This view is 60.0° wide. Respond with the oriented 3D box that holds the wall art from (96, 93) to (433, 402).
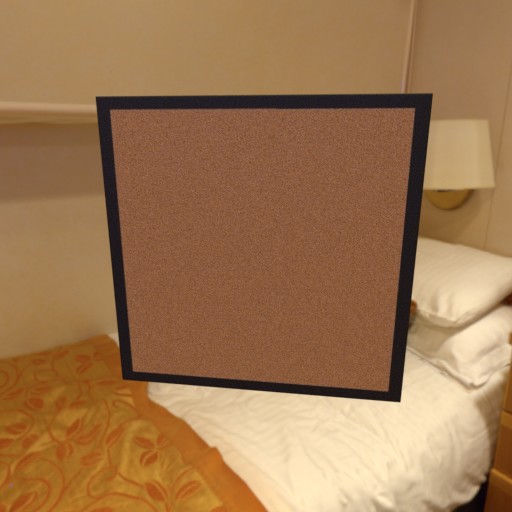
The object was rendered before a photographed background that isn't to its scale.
[{"bbox_3d":[0.000,0.000,0.960,0.663,0.659,0.016,2,16,8],"label":"wall art"}]
